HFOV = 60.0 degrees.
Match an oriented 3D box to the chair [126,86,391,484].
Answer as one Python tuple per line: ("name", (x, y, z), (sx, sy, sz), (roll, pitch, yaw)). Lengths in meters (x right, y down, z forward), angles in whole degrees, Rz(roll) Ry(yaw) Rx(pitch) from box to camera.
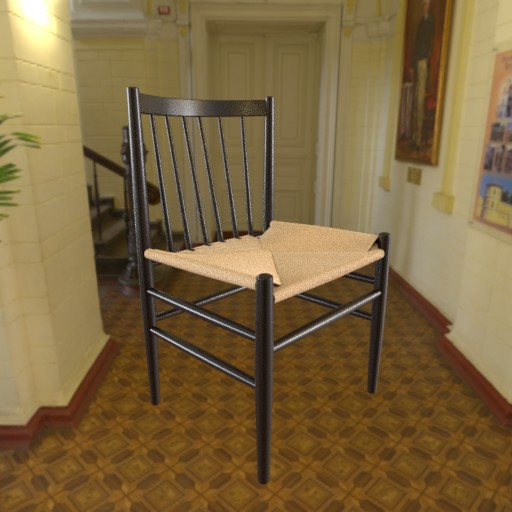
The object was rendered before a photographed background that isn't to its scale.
("chair", (0.000, 0.000, 1.155), (0.516, 0.818, 0.495), (15, 22, 41))
